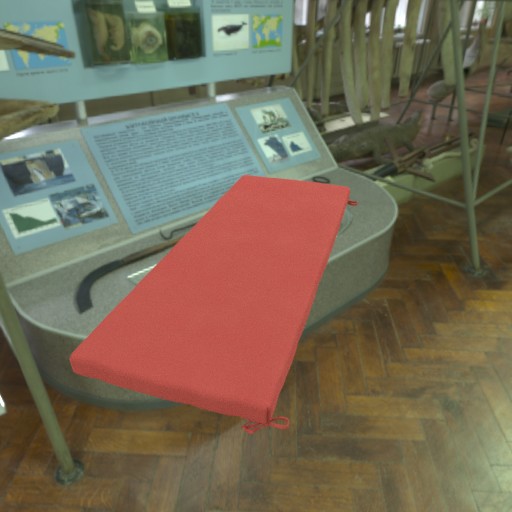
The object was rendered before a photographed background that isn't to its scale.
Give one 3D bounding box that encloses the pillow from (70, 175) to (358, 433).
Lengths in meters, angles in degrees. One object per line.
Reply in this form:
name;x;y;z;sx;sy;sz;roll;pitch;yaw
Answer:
pillow;0.000;0.000;1.366;0.492;0.081;1.187;10;33;15
